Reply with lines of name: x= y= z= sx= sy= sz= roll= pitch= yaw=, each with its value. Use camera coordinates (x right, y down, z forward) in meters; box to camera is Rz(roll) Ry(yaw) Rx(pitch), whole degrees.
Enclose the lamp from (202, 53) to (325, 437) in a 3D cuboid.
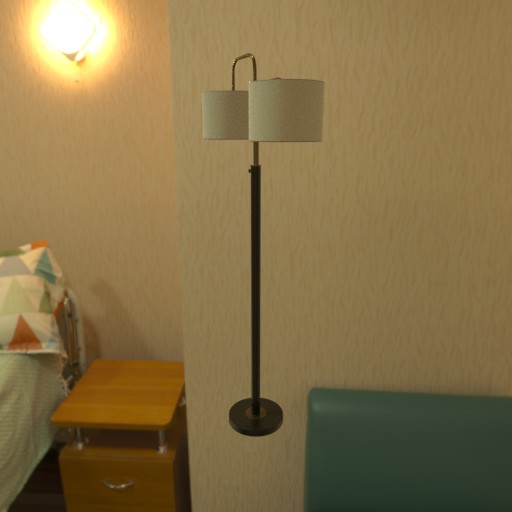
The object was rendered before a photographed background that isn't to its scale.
lamp: x=0.000 y=0.000 z=1.863 sx=0.254 sy=1.587 sz=0.711 roll=-8 pitch=18 yaw=-25
